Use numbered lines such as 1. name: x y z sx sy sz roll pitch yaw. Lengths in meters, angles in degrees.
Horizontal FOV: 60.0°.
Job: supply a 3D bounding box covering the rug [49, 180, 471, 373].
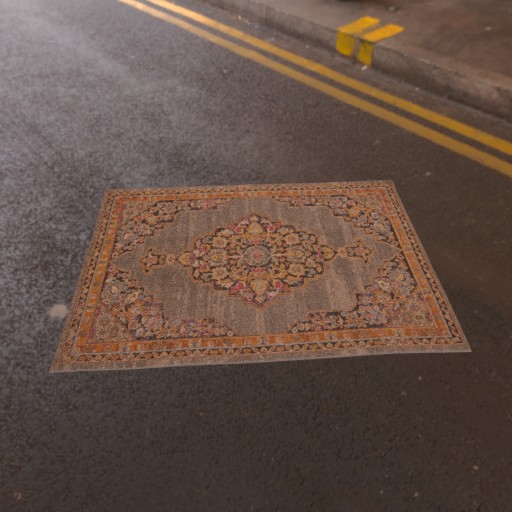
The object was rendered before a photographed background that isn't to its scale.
1. rug: 0.000 0.000 3.745 2.901 0.026 2.043 -2 45 -2
